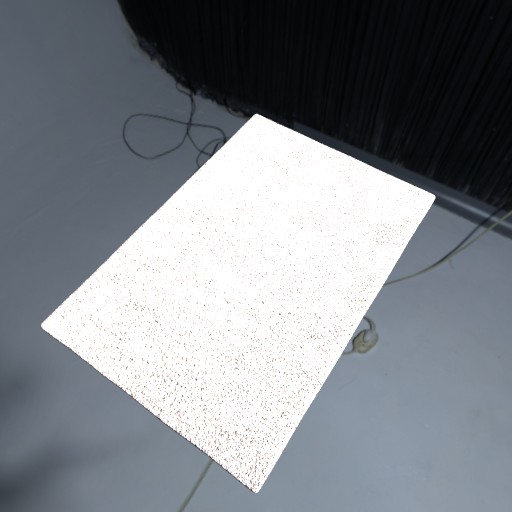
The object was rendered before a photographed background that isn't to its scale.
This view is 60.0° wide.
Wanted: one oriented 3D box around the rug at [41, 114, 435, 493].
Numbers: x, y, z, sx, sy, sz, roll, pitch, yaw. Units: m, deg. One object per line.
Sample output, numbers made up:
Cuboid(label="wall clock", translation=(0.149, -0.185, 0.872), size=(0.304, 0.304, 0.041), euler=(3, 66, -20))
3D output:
Cuboid(label="rug", translation=(0.000, 0.000, 2.266), size=(1.219, 0.030, 1.778), euler=(30, 62, 18))
